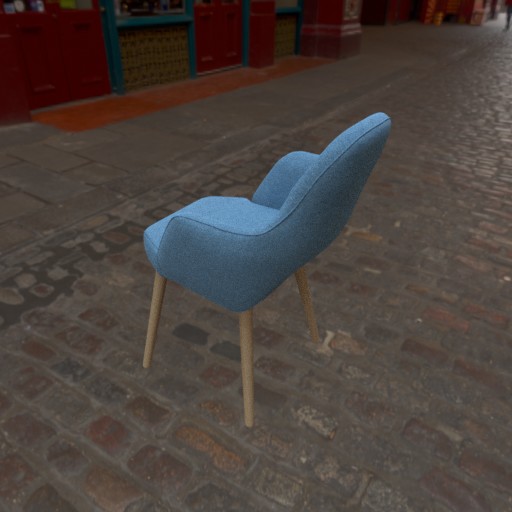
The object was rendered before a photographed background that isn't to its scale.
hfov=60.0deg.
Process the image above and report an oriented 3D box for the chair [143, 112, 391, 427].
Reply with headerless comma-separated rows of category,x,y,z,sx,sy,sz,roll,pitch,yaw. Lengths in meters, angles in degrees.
chair,0.000,0.000,1.357,0.666,0.920,0.589,19,36,28
